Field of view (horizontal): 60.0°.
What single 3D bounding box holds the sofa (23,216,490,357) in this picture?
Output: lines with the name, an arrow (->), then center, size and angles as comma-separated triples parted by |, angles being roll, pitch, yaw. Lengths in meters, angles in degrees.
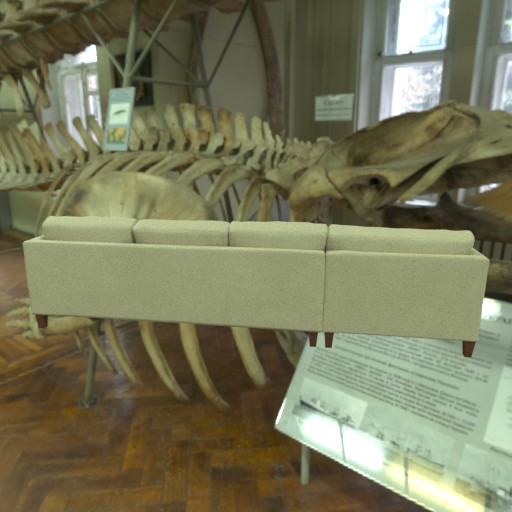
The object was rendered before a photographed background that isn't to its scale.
sofa -> 0.000, 0.000, 3.796 | 3.186, 0.846, 1.625 | 2, 16, 8
